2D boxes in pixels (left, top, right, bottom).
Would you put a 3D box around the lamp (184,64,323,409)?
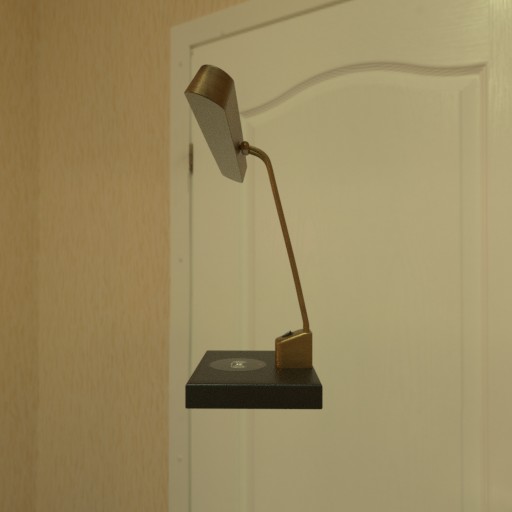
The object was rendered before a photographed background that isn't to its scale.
[{"bbox_3d":[0.000,0.000,0.591,0.156,0.345,0.412,0,-1,1],"label":"lamp"}]
